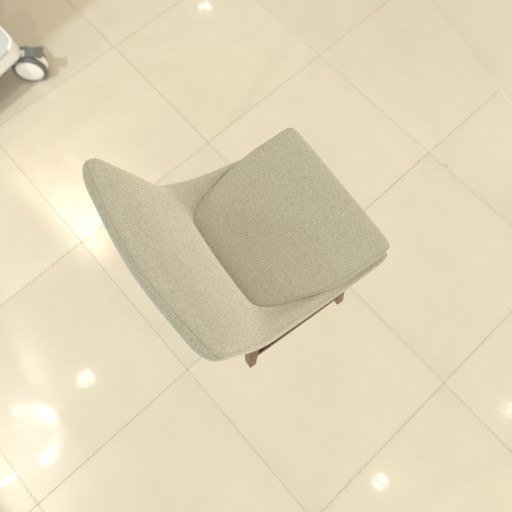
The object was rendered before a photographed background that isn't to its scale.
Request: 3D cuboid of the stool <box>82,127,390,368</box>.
[{"bbox_3d":[0.000,0.000,1.288,0.559,0.991,0.469,-34,77,-9],"label":"stool"}]
